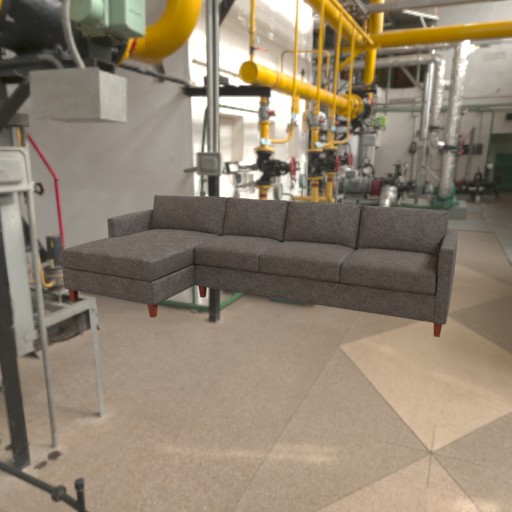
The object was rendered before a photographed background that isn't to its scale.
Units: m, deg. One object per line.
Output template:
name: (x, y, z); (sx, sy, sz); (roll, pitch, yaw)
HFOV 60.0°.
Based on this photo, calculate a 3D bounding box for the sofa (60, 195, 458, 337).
sofa: (0.000, 0.000, 4.253); (3.471, 0.954, 1.606); (7, 15, 25)
